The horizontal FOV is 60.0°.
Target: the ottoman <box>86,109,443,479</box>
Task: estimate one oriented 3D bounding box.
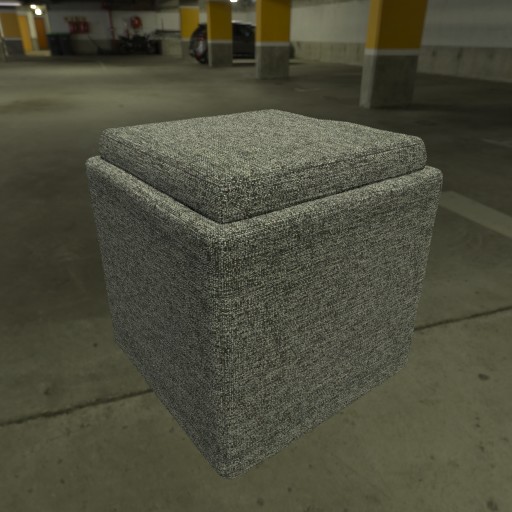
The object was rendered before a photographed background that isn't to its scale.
[{"bbox_3d":[0.000,0.000,0.826,0.450,0.463,0.450,-19,32,-33],"label":"ottoman"}]
